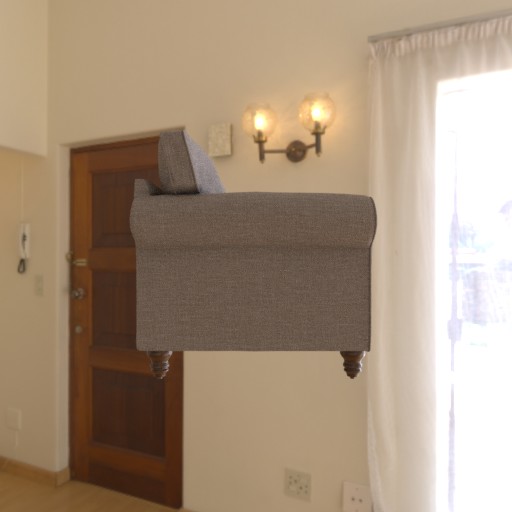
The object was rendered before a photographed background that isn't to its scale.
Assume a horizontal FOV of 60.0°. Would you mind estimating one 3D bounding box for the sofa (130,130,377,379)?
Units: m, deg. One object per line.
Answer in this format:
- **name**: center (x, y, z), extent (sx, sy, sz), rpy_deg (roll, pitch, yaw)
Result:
- **sofa**: center (0.000, 0.000, 2.618), extent (0.916, 0.961, 2.084), rpy_deg (0, 0, 0)
